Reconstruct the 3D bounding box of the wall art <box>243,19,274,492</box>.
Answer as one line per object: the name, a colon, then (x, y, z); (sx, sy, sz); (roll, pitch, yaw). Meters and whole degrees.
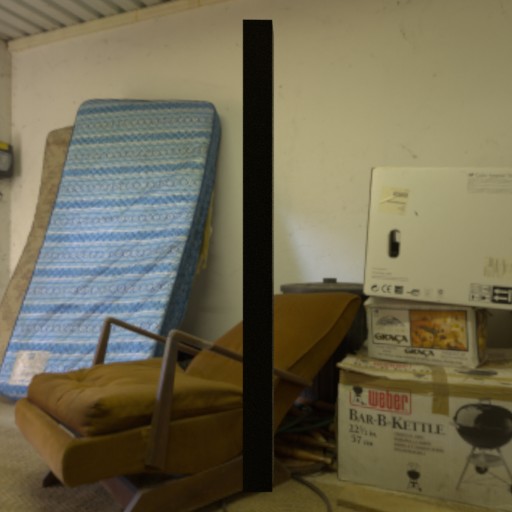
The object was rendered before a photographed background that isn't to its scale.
wall art: (0.000, 0.000, 0.585); (0.031, 0.457, 0.313); (0, 0, -1)
